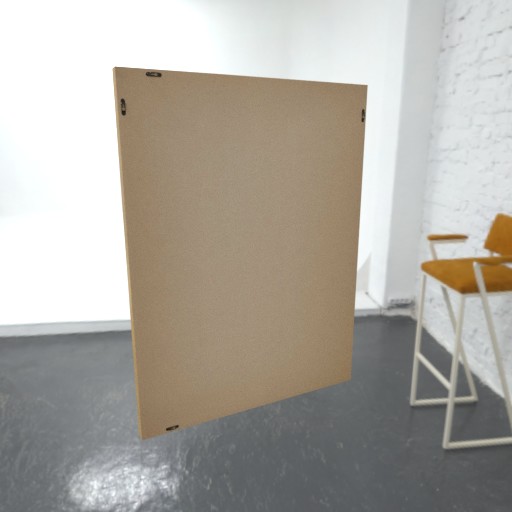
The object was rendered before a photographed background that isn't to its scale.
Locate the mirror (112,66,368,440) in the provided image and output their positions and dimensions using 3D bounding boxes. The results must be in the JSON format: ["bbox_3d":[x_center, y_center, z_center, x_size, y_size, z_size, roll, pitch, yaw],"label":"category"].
[{"bbox_3d":[0.000,0.000,1.348,0.762,1.016,0.041,-7,16,-26],"label":"mirror"}]
